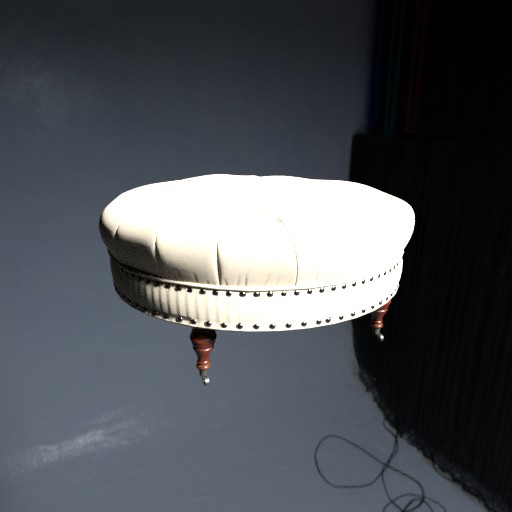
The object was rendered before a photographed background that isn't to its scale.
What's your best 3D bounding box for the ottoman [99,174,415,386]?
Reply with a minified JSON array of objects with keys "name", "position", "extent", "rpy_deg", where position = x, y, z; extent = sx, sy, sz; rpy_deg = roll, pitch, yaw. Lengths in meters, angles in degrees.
[{"name":"ottoman","position":[0.000,0.000,1.361],"extent":[0.901,0.439,0.901],"rpy_deg":[0,17,0]}]
